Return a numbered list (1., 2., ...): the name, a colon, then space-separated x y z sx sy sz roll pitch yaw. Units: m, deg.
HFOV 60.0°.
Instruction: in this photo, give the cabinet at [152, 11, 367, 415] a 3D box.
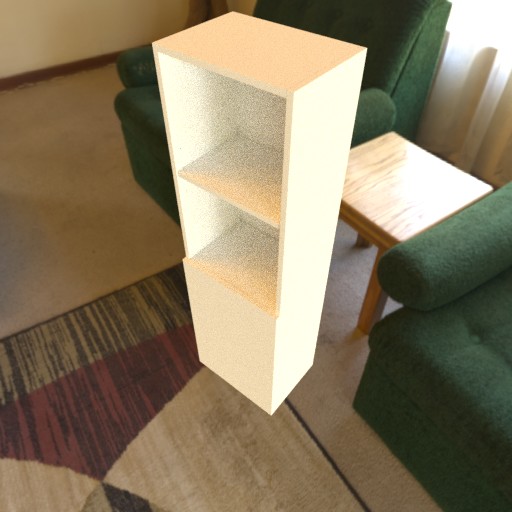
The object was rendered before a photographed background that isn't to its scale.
1. cabinet: 0.000 0.000 1.482 0.400 1.350 0.300 30 53 26
